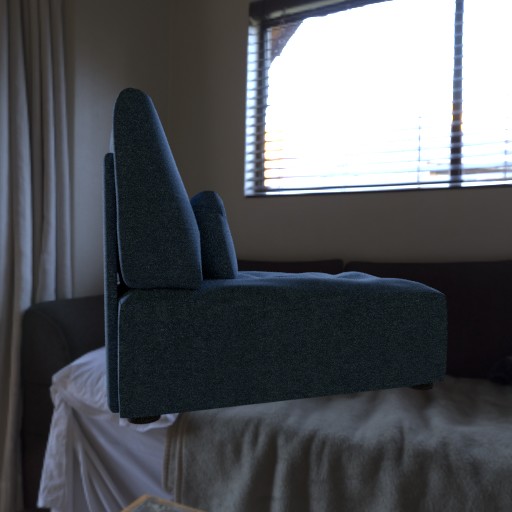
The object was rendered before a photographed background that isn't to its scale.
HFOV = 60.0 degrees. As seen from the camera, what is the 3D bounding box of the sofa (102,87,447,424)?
[{"bbox_3d":[0.000,0.000,1.527,1.000,0.820,0.700,0,0,-19],"label":"sofa"}]
